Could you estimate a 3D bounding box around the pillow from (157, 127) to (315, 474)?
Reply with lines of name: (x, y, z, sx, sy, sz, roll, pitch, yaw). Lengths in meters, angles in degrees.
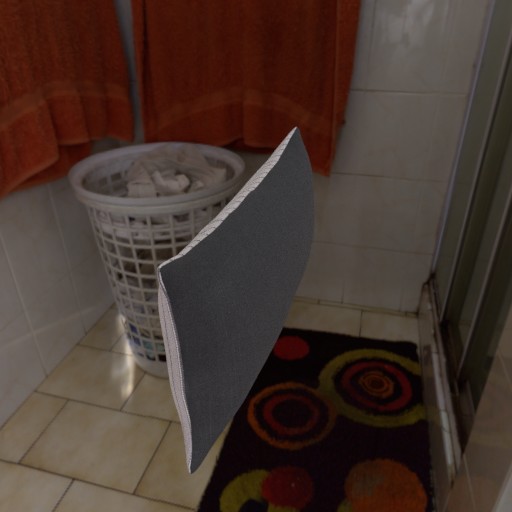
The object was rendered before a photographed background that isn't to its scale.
pillow: (0.000, 0.000, 0.734, 0.151, 0.305, 0.609, 8, 31, 14)
